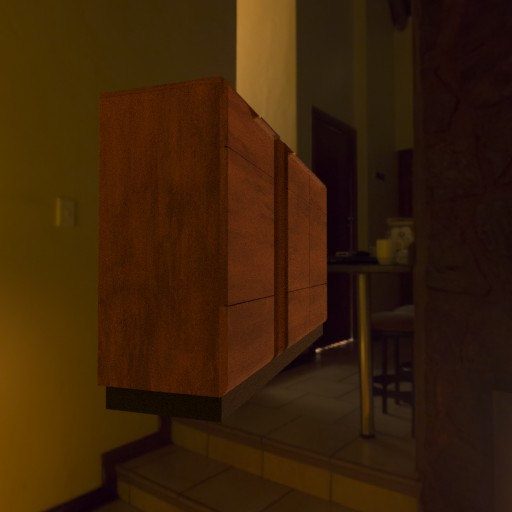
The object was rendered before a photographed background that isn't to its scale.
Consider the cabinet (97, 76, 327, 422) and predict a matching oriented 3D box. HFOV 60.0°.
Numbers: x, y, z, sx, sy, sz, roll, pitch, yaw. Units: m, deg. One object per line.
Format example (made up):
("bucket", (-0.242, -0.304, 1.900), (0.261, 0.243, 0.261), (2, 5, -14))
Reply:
("cabinet", (0.000, 0.000, 1.954), (0.420, 0.900, 1.600), (0, -1, 18))
